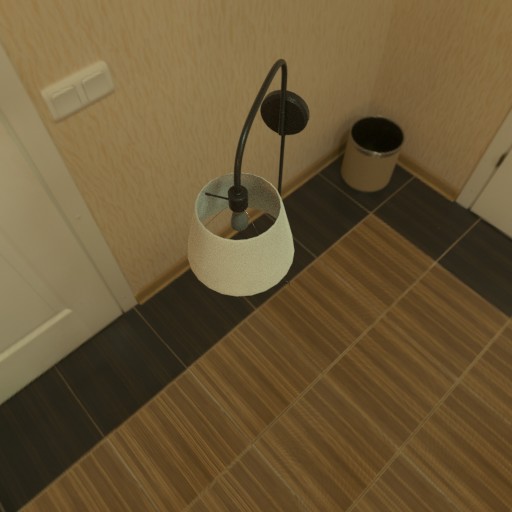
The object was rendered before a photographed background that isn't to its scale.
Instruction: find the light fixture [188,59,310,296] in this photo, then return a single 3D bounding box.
[{"bbox_3d":[0.000,0.000,0.471,0.092,0.399,0.176,16,60,9],"label":"light fixture"}]
